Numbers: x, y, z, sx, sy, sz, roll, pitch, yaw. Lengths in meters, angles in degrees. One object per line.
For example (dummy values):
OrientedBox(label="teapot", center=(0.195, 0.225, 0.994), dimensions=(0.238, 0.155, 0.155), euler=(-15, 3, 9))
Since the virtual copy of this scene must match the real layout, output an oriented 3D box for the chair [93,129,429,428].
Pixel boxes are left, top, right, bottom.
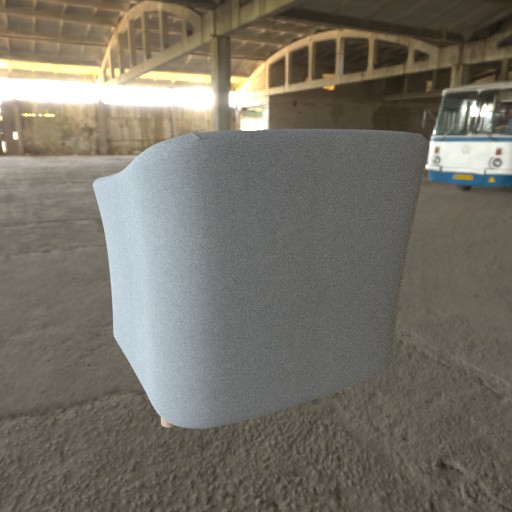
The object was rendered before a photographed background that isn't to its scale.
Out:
OrientedBox(label="chair", center=(0.000, 0.000, 1.322), dimensions=(0.790, 0.720, 0.700), euler=(-8, 17, -27))
